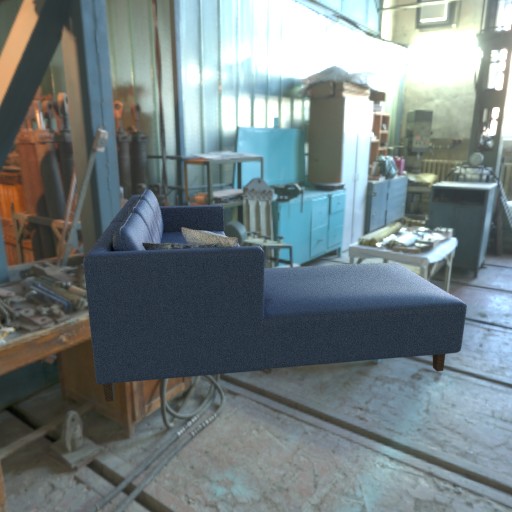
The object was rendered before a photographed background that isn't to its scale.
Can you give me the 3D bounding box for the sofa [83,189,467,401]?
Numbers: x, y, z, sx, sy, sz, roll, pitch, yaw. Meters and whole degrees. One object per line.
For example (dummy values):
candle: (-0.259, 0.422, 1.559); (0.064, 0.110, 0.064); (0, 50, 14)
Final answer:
sofa: (0.000, 0.000, 3.077); (1.829, 0.787, 2.120); (-2, 15, -9)
